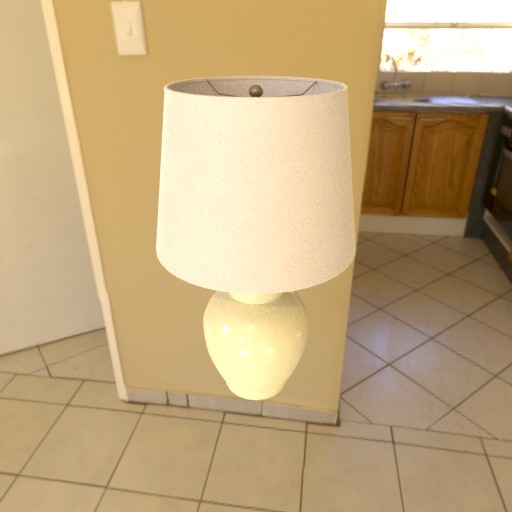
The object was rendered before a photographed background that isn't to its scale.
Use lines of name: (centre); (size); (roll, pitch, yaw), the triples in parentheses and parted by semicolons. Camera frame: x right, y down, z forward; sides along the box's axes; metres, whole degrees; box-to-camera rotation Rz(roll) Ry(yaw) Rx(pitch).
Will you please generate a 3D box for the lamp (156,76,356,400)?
lamp: (0.000, 0.000, 0.551); (0.239, 0.399, 0.239); (0, 27, 0)
